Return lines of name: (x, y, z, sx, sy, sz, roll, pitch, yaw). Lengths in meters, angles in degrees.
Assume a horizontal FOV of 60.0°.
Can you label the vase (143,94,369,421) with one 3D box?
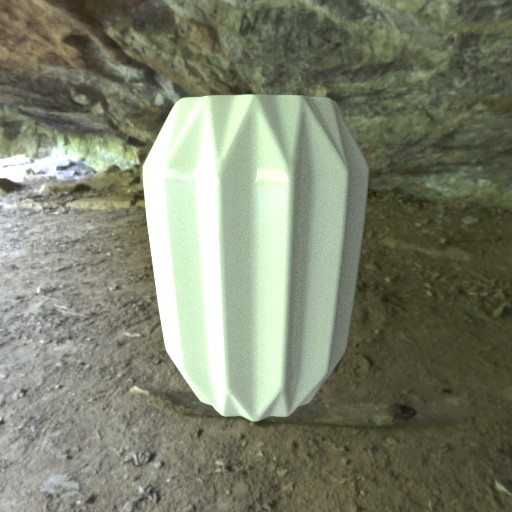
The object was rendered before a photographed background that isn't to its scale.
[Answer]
vase: (0.000, 0.000, 0.413, 0.195, 0.275, 0.195, 0, 16, 0)
